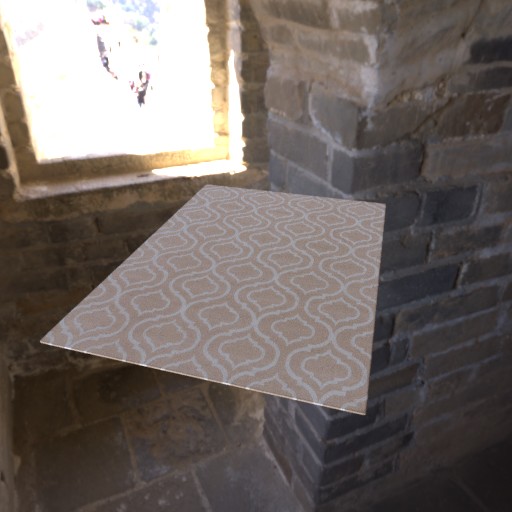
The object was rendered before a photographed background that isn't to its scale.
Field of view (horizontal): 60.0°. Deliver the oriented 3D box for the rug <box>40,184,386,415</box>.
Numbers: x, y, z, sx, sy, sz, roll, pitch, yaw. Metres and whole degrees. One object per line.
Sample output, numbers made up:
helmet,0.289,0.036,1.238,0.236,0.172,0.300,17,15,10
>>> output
rug,0.000,0.000,2.804,1.524,0.010,2.134,8,31,14
